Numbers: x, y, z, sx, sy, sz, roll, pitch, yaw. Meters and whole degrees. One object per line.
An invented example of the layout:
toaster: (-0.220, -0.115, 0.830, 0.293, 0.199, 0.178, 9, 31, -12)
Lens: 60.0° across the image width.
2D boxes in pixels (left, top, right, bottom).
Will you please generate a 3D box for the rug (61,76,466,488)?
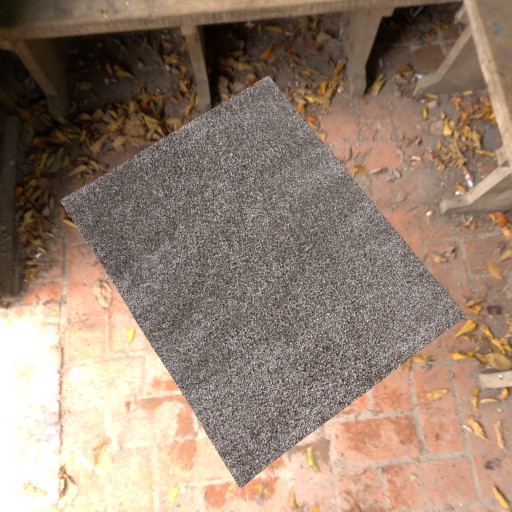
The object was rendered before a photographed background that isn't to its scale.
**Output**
rug: (0.000, 0.000, 4.031, 2.401, 0.025, 3.000, -34, 77, -9)
